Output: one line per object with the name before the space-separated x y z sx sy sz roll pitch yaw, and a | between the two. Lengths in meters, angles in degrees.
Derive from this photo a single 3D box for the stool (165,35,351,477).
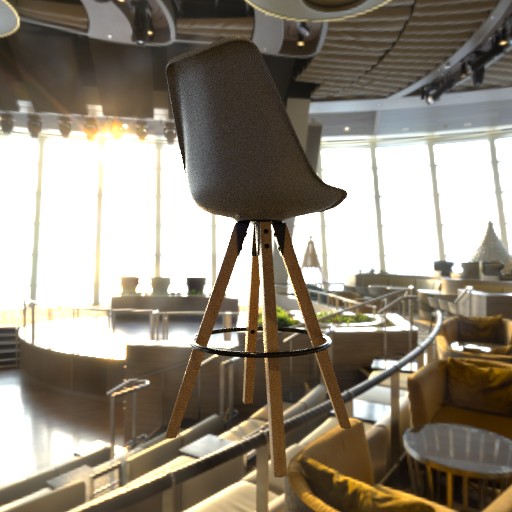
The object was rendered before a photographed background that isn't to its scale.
stool | 0.000 0.000 1.392 0.485 1.115 0.550 0 0 36
